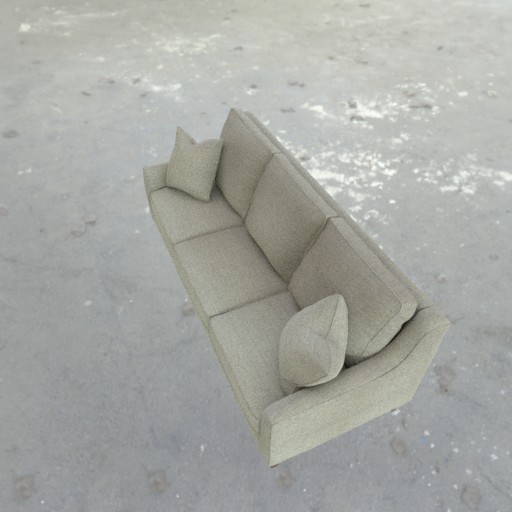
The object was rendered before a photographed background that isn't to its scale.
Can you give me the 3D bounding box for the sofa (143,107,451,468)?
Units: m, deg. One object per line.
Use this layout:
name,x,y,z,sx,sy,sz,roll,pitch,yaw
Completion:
sofa,0.000,0.000,2.589,0.865,0.914,2.031,-18,48,-17
